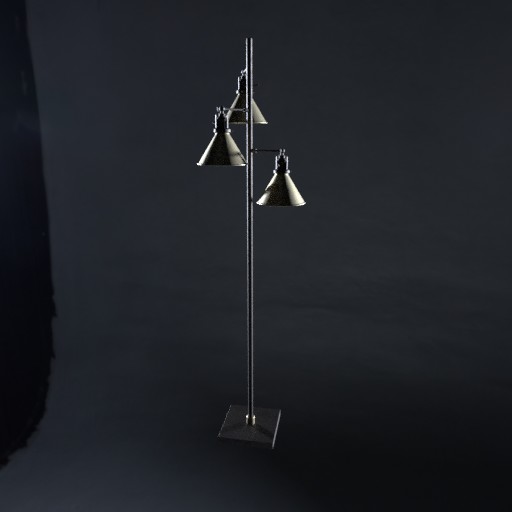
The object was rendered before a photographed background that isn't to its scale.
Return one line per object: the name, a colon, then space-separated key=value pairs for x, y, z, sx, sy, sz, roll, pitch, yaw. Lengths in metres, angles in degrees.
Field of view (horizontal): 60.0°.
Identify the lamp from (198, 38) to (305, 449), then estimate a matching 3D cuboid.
lamp: x=0.000 y=0.000 z=1.914 sx=0.415 sy=1.716 sz=0.428 roll=3 pitch=16 yaw=10
